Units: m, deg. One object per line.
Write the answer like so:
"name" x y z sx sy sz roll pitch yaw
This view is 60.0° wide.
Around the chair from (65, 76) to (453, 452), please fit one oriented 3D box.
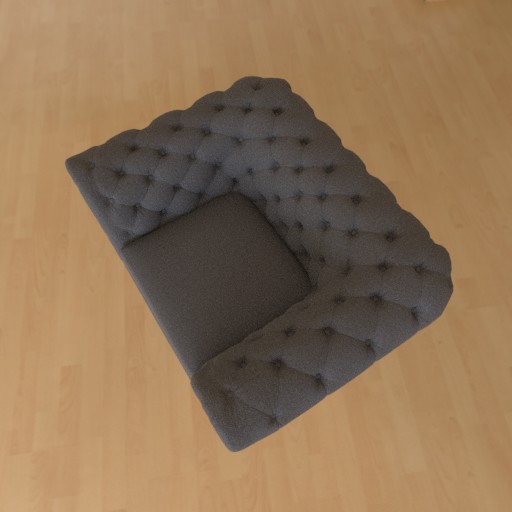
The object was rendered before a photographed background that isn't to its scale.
"chair" 0.000 0.000 1.871 0.976 0.770 1.270 -30 67 -14
